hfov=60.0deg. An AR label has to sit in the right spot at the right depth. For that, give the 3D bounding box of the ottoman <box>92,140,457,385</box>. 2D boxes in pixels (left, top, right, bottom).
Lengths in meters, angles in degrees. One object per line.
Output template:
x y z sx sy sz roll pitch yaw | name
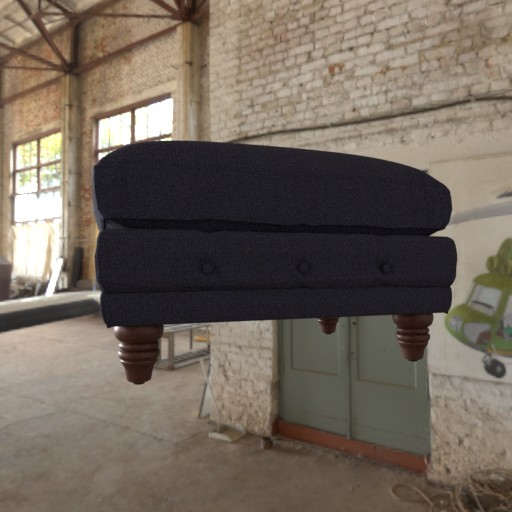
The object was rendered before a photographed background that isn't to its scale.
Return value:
0.000 0.000 1.120 0.767 0.486 0.558 0 -1 -19 | ottoman
